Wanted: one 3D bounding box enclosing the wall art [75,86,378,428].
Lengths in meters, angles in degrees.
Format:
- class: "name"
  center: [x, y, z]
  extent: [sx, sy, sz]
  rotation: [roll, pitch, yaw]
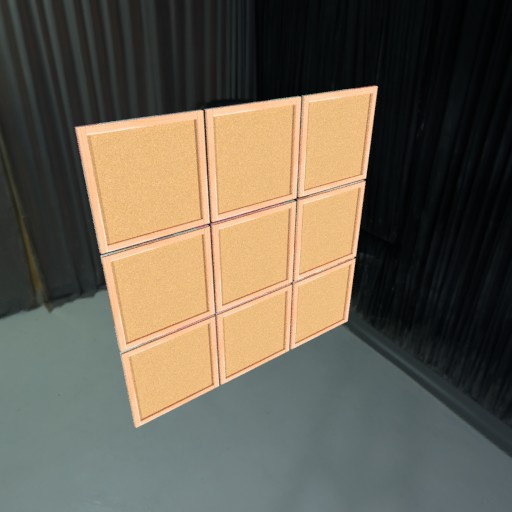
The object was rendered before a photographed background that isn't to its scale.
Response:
- class: "wall art"
  center: [0.000, 0.000, 1.367]
  extent: [0.911, 0.910, 0.012]
  rotation: [-19, 35, -30]
